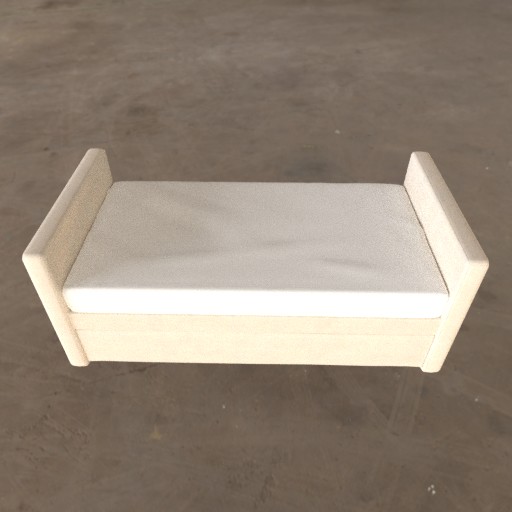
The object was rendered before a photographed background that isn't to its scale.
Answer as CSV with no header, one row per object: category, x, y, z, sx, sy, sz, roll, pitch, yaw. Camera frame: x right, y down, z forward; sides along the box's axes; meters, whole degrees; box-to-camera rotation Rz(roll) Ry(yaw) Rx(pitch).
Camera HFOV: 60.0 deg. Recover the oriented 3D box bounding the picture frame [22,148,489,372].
picture frame,0.000,0.000,2.716,2.161,0.891,1.069,1,41,1
